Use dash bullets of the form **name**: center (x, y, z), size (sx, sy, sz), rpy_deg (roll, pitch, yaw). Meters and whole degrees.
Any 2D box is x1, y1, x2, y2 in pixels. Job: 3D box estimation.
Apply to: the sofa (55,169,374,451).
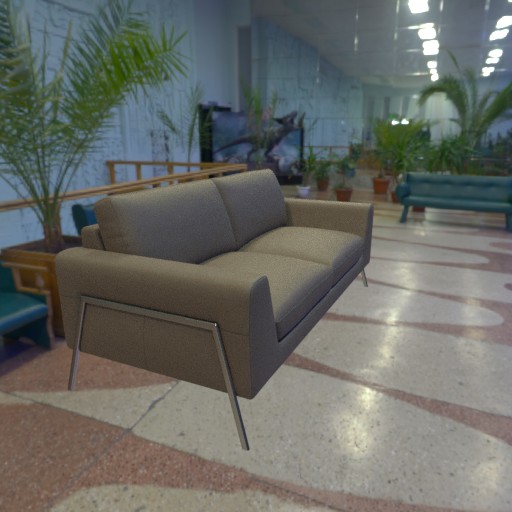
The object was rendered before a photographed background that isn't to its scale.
- **sofa**: center (0.000, 0.000, 2.581), size (0.953, 0.875, 2.017), rpy_deg (7, 17, 25)
